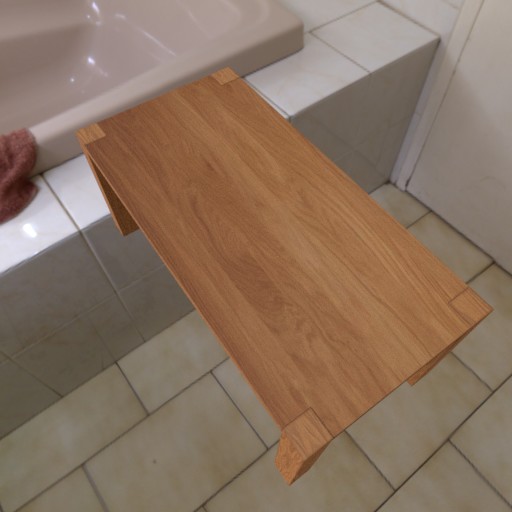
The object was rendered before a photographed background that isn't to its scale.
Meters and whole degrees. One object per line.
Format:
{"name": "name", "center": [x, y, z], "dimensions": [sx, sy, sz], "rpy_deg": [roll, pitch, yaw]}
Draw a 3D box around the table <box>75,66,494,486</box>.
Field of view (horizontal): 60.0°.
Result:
{"name": "table", "center": [0.000, 0.000, 2.224], "dimensions": [0.900, 0.760, 1.800], "rpy_deg": [-31, 62, -18]}
